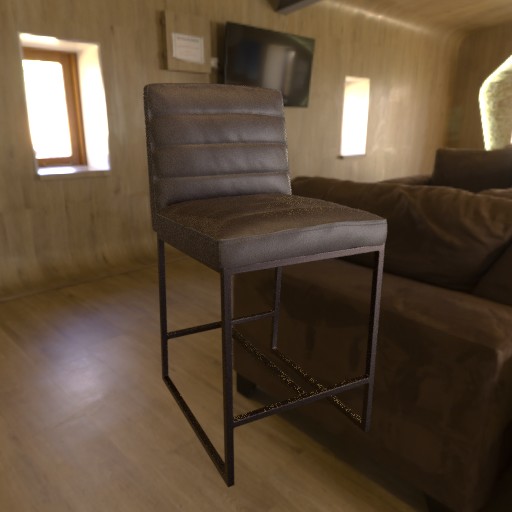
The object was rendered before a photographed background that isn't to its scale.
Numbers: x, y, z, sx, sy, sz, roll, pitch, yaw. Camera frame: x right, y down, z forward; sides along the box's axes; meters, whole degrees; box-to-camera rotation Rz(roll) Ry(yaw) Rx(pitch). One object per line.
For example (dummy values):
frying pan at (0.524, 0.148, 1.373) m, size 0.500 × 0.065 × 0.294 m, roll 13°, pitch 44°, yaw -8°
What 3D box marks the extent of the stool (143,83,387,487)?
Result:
stool at (0.000, 0.000, 1.245) m, size 0.463 × 0.946 × 0.562 m, roll -8°, pitch 18°, yaw -27°
